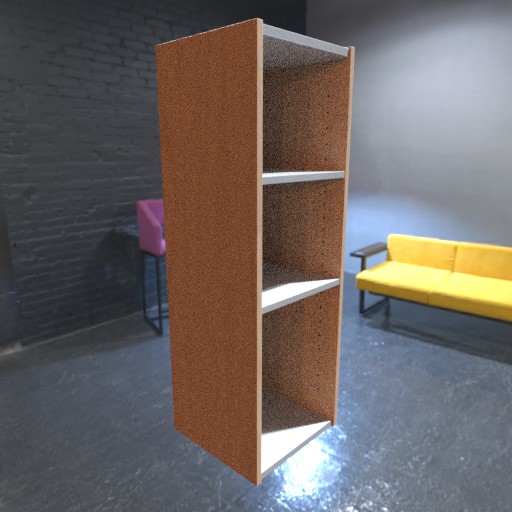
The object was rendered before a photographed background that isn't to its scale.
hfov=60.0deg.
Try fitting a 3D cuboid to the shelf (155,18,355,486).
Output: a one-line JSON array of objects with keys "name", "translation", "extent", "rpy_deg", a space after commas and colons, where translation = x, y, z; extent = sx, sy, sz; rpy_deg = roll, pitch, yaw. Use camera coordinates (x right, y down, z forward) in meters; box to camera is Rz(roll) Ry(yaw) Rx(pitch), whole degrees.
[{"name": "shelf", "translation": [0.000, 0.000, 1.032], "extent": [0.290, 0.900, 0.300], "rpy_deg": [13, 19, 42]}]
